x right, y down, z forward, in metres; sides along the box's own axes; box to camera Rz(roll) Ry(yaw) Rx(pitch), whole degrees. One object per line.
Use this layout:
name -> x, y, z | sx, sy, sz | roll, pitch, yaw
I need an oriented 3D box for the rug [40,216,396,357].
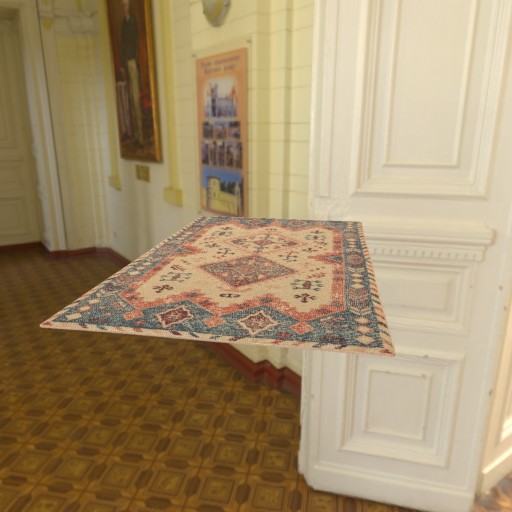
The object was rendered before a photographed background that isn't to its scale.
rug -> 0.000, 0.000, 2.986 | 1.521, 0.023, 2.464 | 3, 17, 9
